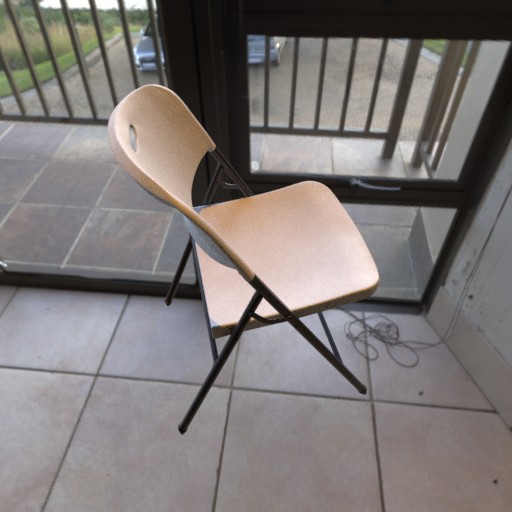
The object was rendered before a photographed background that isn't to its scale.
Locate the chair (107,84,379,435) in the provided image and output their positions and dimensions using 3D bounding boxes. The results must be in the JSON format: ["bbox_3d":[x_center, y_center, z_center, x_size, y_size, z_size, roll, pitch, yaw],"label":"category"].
[{"bbox_3d":[0.000,0.000,1.148,0.566,0.810,0.494,-9,46,-9],"label":"chair"}]
